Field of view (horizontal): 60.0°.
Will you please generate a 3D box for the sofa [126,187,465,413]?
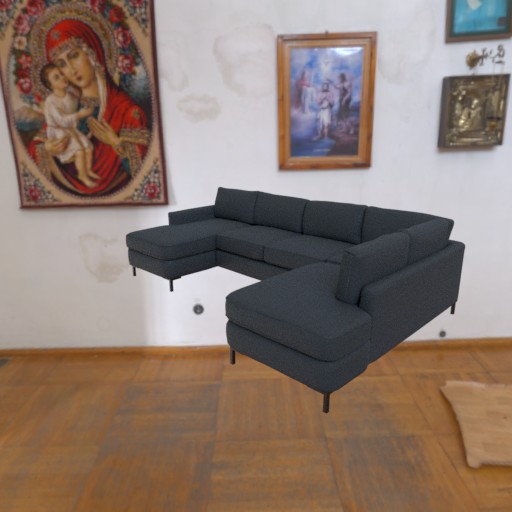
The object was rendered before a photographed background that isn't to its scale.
[{"bbox_3d":[0.000,0.000,3.953,2.975,0.858,1.984,15,22,42],"label":"sofa"}]
